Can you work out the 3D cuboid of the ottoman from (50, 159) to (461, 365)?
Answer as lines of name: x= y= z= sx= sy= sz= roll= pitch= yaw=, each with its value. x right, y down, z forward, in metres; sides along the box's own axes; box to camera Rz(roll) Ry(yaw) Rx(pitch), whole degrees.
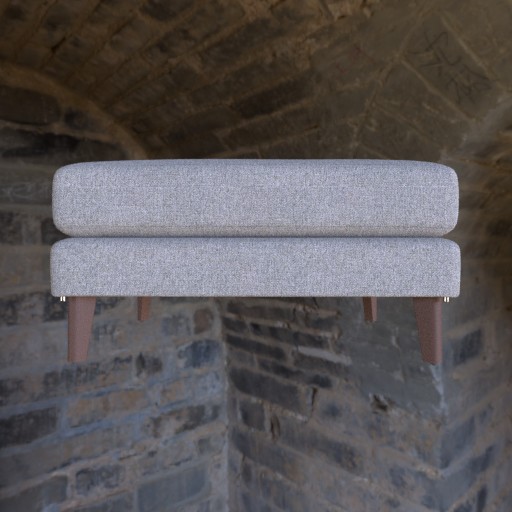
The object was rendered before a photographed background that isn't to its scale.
ottoman: x=0.000 y=0.000 z=1.170 sx=0.821 sy=0.441 sz=0.611 roll=0 pitch=1 yaw=1
